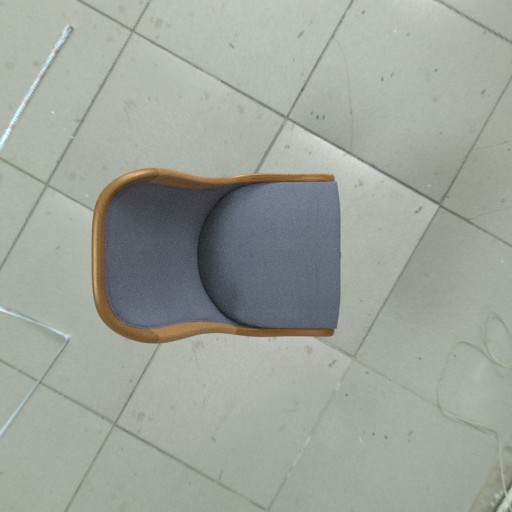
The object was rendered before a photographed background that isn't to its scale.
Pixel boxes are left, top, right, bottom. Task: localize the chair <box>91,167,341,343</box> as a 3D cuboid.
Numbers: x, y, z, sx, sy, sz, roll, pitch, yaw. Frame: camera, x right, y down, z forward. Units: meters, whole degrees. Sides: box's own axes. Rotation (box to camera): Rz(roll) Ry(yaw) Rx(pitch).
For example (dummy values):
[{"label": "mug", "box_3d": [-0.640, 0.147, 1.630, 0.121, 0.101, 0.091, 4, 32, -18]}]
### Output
[{"label": "chair", "box_3d": [0.000, 0.000, 1.500, 0.735, 1.031, 0.605, 0, 90, 0]}]
